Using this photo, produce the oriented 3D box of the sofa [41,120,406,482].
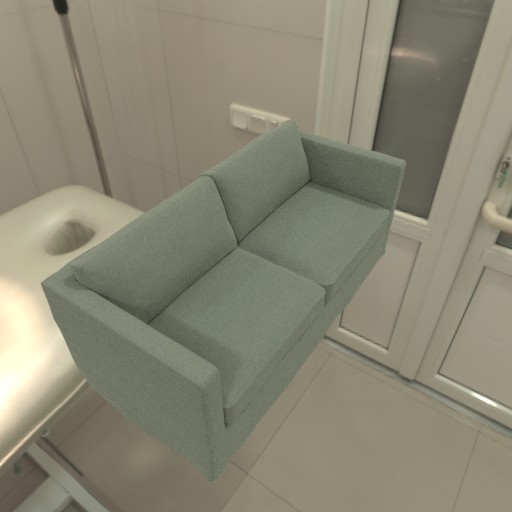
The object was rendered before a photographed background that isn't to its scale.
[{"bbox_3d":[0.000,0.000,2.506,0.940,0.870,1.987,24,46,26],"label":"sofa"}]
